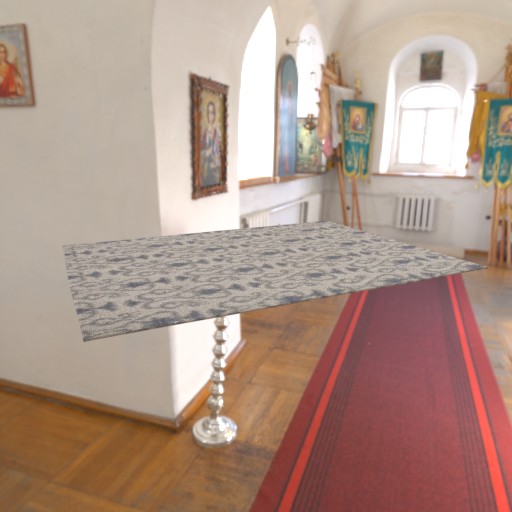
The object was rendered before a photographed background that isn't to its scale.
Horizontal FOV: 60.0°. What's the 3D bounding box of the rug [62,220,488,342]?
[{"bbox_3d":[0.000,0.000,2.880,2.261,0.013,1.676,-7,17,-25],"label":"rug"}]
